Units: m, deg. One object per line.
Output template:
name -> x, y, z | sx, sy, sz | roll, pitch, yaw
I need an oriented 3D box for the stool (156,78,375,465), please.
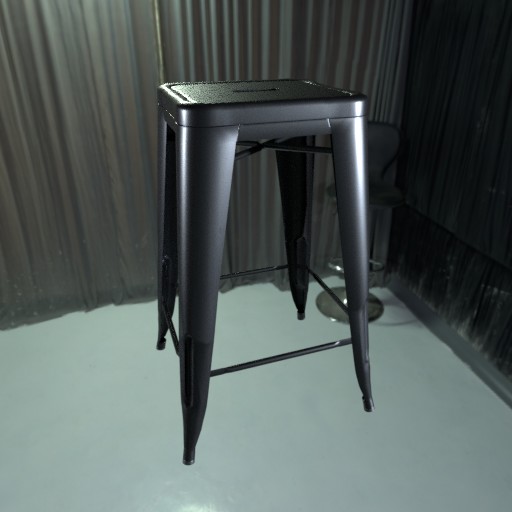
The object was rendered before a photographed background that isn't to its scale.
stool -> 0.000, 0.000, 0.855 | 0.399, 0.609, 0.359 | -9, 29, -17
